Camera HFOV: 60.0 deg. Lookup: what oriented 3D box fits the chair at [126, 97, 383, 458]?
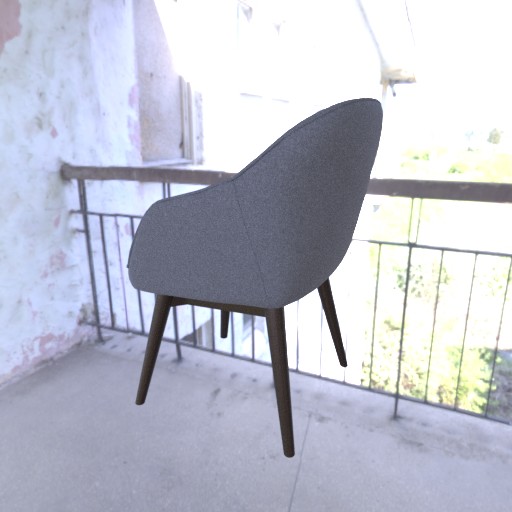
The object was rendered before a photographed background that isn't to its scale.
[{"bbox_3d":[0.000,0.000,1.231,0.611,0.810,0.589,8,18,26],"label":"chair"}]
